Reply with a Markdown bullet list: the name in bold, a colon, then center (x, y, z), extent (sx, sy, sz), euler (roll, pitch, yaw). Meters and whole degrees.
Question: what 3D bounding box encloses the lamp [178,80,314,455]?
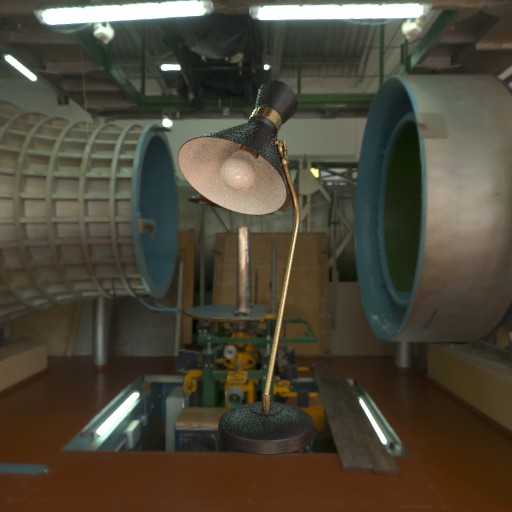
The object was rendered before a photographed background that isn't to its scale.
- **lamp**: center (0.000, 0.000, 0.777), extent (0.189, 0.647, 0.292), euler (0, 1, 36)
